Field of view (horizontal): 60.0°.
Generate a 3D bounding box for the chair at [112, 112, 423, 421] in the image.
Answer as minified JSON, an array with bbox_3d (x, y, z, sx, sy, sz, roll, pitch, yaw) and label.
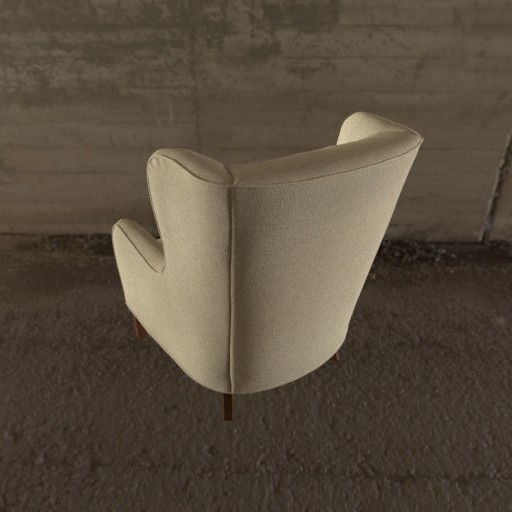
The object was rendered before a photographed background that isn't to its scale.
[{"bbox_3d":[0.000,0.000,1.716,0.838,1.040,0.966,-19,35,-30],"label":"chair"}]
